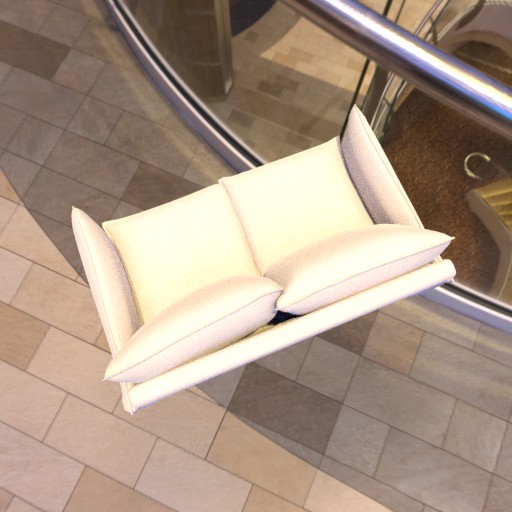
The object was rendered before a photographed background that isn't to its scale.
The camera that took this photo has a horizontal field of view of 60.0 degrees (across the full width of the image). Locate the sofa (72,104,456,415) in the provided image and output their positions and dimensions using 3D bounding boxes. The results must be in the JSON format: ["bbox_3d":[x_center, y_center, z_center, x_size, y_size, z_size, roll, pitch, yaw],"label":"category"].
[{"bbox_3d":[0.000,0.000,1.846,1.300,0.840,0.820,-21,76,-6],"label":"sofa"}]
